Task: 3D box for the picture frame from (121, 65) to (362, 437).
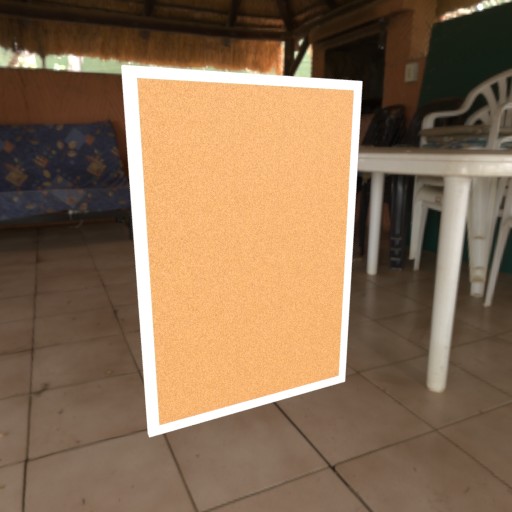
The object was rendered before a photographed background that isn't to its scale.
[{"bbox_3d":[0.000,0.000,0.860,0.457,0.657,0.013,-7,16,-25],"label":"picture frame"}]
